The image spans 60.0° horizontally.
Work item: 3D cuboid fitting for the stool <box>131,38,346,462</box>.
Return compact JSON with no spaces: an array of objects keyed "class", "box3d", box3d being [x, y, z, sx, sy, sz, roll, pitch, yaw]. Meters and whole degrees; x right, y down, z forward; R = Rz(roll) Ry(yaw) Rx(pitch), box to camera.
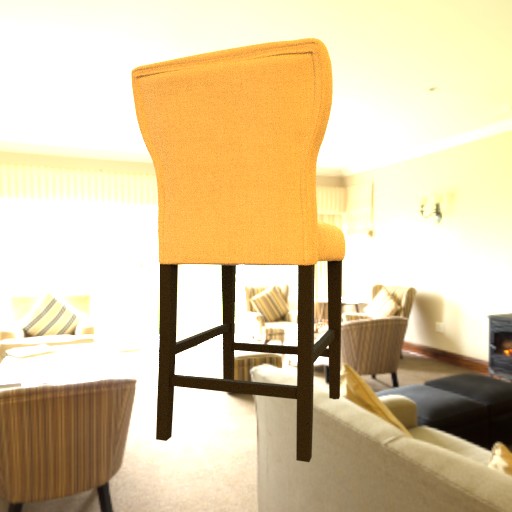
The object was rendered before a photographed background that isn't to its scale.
[{"class":"stool","box3d":[0.000,0.000,1.313,0.514,0.972,0.603,0,0,18]}]
